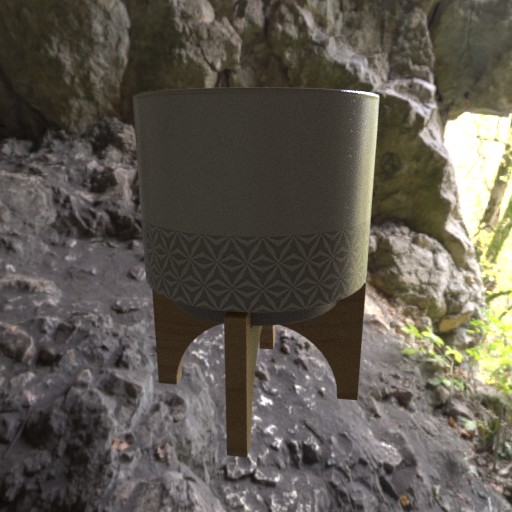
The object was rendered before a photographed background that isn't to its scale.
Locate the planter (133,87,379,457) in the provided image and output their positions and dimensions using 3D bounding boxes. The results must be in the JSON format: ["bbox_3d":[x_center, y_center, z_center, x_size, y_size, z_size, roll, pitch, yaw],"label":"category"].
[{"bbox_3d":[0.000,0.000,0.385,0.188,0.260,0.188,0,16,0],"label":"planter"}]
